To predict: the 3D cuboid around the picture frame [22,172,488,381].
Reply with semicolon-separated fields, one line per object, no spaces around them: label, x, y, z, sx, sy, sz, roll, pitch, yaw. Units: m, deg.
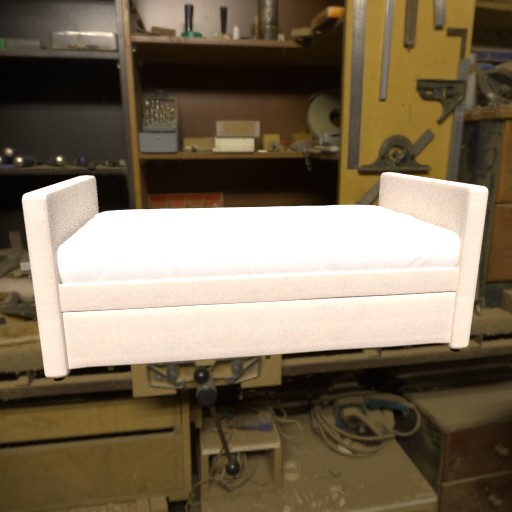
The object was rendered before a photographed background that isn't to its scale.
picture frame;0.000;0.000;2.631;2.161;0.891;1.069;-2;15;-8
